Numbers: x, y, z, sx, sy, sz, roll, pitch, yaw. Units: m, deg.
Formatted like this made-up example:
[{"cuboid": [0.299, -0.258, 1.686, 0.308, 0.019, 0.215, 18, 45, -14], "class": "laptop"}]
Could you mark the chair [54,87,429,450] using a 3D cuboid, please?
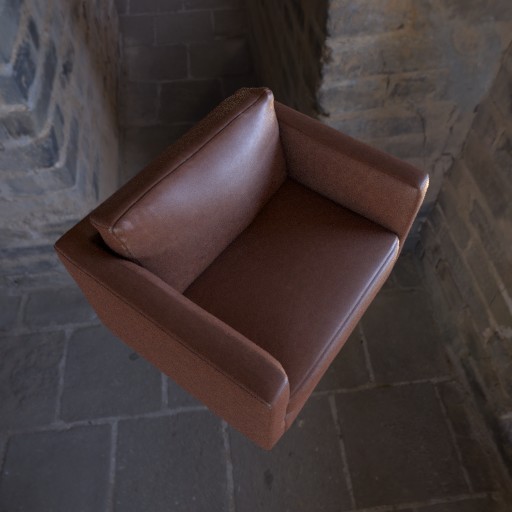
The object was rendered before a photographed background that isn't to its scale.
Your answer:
[{"cuboid": [0.000, 0.000, 1.829, 0.959, 0.917, 1.107, 31, 62, 19], "class": "chair"}]
